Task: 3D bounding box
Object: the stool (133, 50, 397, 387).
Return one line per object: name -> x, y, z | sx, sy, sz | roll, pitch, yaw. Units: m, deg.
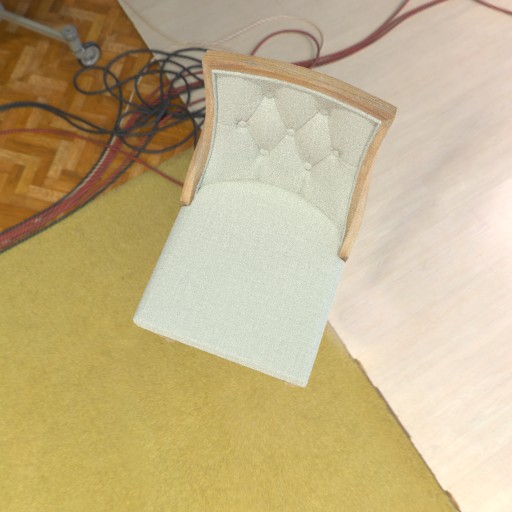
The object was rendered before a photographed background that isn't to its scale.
stool -> 0.000, 0.000, 1.331 | 0.524, 0.938, 0.626 | 19, 75, 5
